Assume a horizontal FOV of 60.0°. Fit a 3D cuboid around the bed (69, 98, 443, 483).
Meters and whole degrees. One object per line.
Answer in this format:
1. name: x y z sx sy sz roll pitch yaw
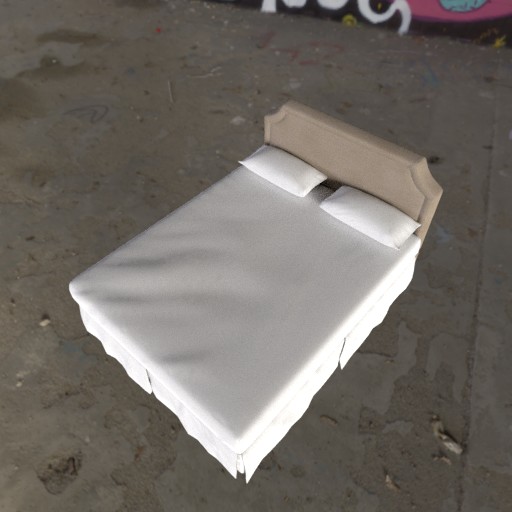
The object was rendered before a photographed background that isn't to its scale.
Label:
1. bed: 0.000 0.000 3.636 1.977 1.293 2.498 34 56 26
